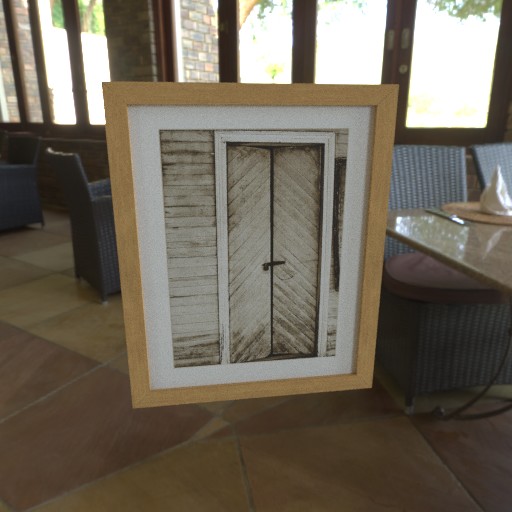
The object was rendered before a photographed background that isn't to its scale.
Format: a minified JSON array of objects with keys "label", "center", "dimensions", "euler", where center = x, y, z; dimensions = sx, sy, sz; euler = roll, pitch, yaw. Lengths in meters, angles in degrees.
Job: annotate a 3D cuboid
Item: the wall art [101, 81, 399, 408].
[{"label":"wall art","center":[0.000,0.000,0.771],"dimensions":[0.460,0.561,0.020],"euler":[-2,18,-8]}]
